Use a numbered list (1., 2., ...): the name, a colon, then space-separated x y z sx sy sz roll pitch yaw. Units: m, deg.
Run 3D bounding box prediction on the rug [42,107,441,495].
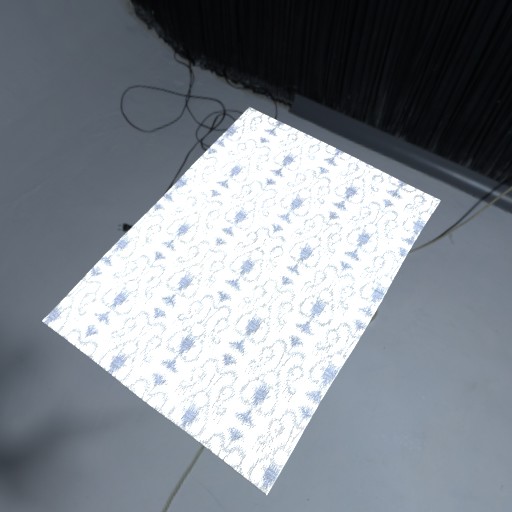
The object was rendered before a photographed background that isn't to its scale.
1. rug: 0.000 0.000 2.955 1.676 0.013 2.261 31 65 16
